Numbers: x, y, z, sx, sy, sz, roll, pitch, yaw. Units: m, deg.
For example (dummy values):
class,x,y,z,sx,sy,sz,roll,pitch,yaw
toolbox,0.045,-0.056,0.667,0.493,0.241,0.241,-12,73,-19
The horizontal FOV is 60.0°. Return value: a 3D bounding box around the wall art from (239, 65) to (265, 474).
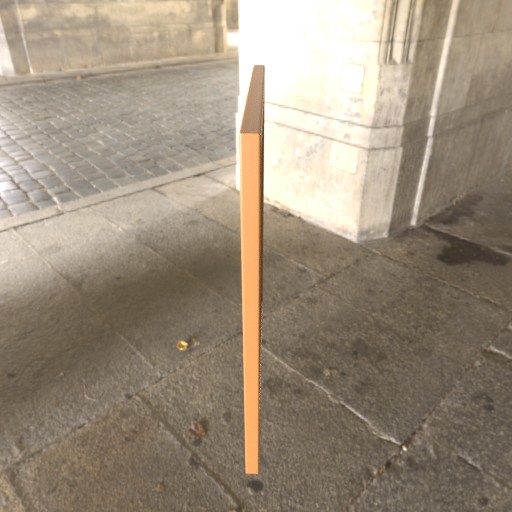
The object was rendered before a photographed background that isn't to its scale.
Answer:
class,x,y,z,sx,sy,sz,roll,pitch,yaw
wall art,0.000,0.000,0.764,0.021,0.550,0.449,1,31,1
